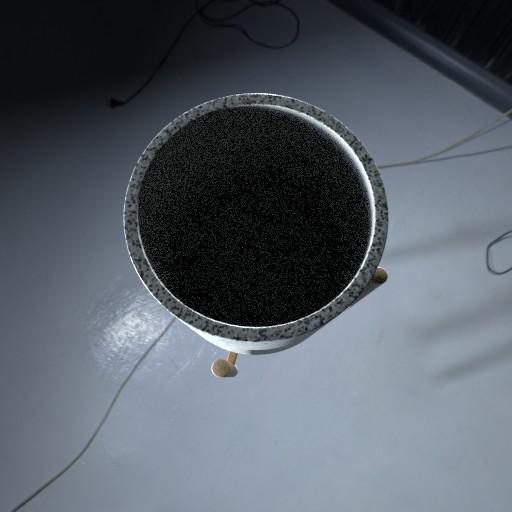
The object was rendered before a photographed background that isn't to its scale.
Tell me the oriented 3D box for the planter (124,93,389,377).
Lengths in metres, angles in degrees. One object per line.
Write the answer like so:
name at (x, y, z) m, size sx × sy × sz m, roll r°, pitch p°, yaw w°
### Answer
planter at (0.000, 0.000, 0.710) m, size 0.360 × 0.419 × 0.360 m, roll 37°, pitch 78°, yaw 9°
